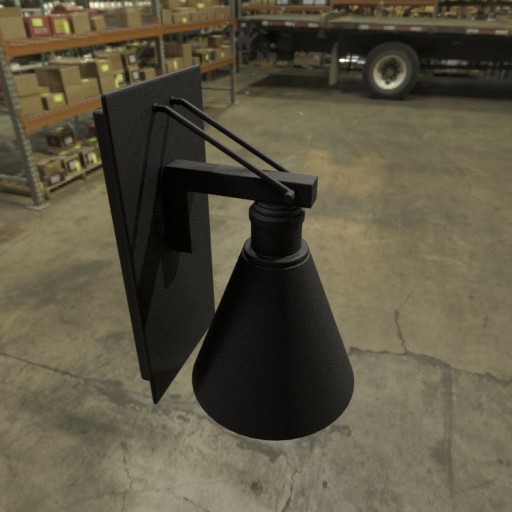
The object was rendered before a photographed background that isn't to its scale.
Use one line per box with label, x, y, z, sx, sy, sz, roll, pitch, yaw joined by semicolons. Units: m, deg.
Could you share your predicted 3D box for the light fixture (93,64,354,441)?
light fixture;0.000;0.000;0.404;0.207;0.298;0.170;10;32;17
